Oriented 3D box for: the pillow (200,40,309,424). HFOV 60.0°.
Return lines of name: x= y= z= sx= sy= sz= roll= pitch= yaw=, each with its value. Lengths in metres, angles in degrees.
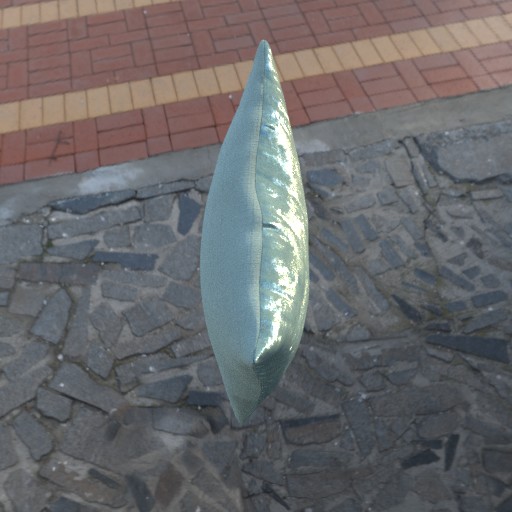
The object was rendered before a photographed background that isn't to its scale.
pillow: x=0.000 y=0.000 z=0.727 sx=0.175 sy=0.464 sz=0.470 roll=2 pitch=63 yaw=1
